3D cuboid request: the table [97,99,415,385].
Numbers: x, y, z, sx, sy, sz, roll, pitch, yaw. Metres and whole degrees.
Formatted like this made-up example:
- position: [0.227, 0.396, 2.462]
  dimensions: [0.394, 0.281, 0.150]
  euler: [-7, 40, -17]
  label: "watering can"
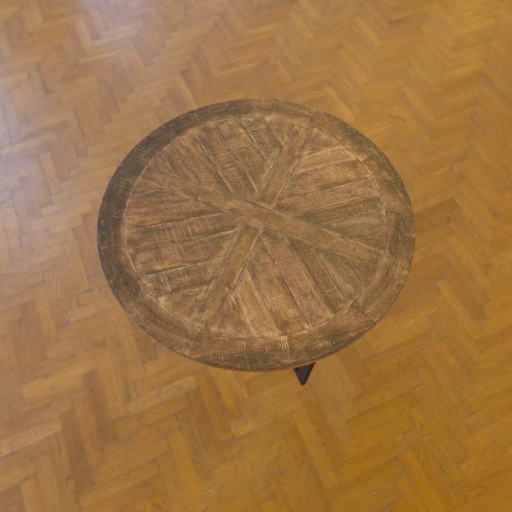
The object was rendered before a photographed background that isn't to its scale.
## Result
- position: [0.000, 0.000, 2.116]
  dimensions: [1.264, 0.762, 1.264]
  euler: [0, 62, 0]
  label: "table"
